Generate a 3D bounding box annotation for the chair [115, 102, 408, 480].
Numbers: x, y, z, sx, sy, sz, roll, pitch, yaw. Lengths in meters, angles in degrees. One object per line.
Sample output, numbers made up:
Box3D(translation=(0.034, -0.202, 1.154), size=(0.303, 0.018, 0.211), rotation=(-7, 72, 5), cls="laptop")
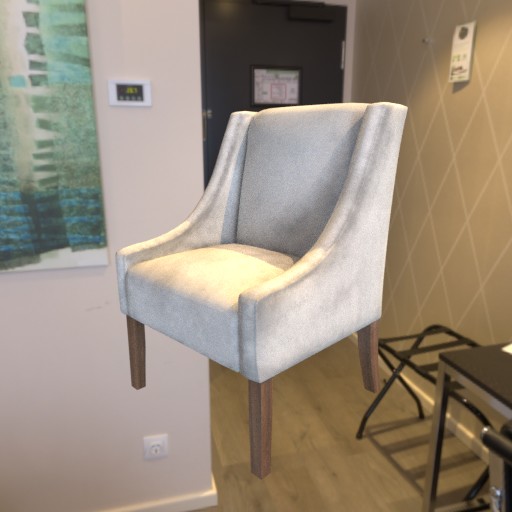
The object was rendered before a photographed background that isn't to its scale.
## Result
Box3D(translation=(0.000, 0.000, 1.353), size=(0.629, 0.895, 0.629), rotation=(14, 20, 43), cls="chair")
